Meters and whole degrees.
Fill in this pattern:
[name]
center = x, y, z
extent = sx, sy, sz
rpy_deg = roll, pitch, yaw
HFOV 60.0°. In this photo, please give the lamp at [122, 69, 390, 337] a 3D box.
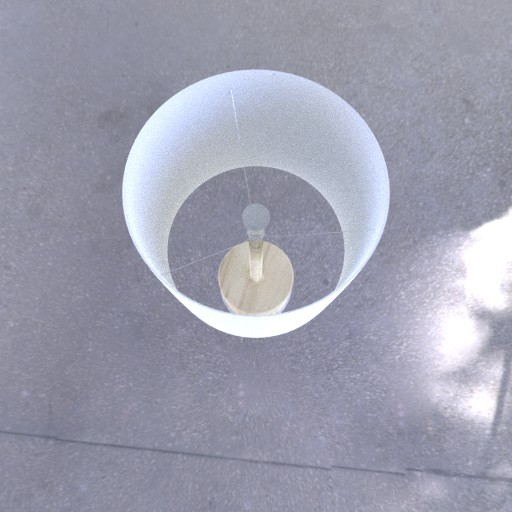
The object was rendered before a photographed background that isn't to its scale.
[lamp]
center = 0.000, 0.000, 0.603
extent = 0.229, 0.470, 0.229
rpy_deg = 17, 75, 5
